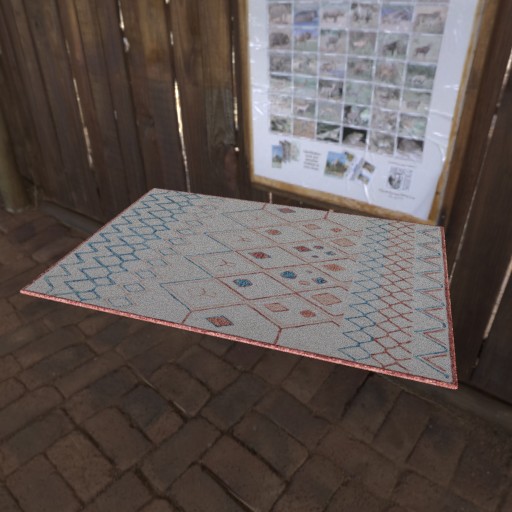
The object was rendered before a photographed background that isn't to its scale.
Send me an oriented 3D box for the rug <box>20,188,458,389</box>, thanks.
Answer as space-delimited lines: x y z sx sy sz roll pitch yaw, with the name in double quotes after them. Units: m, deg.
0.000 0.000 2.238 1.829 0.016 1.219 10 33 15 "rug"
